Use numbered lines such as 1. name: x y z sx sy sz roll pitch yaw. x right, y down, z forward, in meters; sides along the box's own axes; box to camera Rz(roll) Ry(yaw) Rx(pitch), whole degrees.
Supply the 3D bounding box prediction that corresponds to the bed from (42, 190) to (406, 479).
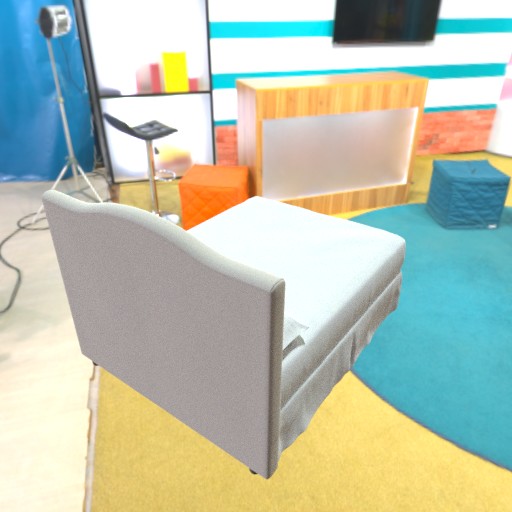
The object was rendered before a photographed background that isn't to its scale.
1. bed: 0.000 0.000 3.332 1.753 1.460 2.143 20 36 31
